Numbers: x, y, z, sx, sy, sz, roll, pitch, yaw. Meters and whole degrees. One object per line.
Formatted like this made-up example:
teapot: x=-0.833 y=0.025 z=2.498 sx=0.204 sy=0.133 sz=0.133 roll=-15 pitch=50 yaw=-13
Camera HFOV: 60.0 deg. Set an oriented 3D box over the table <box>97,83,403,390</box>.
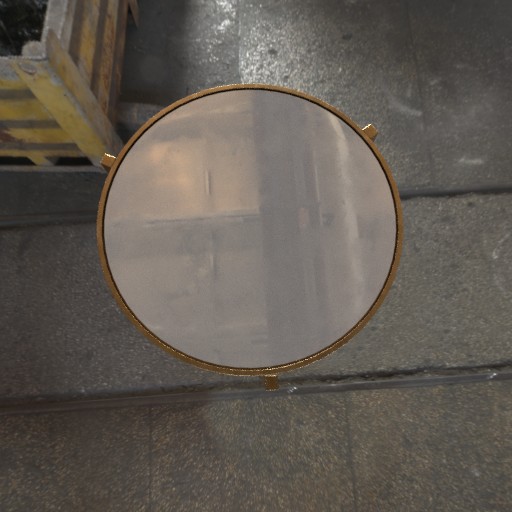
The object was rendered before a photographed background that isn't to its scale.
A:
table: x=0.000 y=0.000 z=0.467 sx=0.243 sy=0.269 sz=0.231 roll=-36 pitch=79 yaw=-8
